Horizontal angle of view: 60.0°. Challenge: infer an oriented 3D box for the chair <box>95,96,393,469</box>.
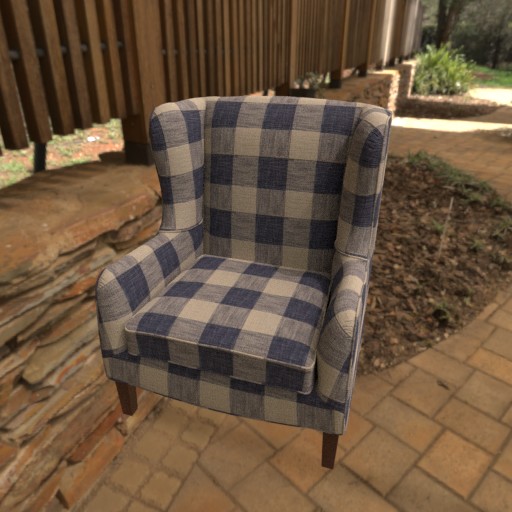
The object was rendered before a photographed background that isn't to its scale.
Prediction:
[{"bbox_3d":[0.000,0.000,1.644,0.830,1.041,0.889,8,28,16],"label":"chair"}]
